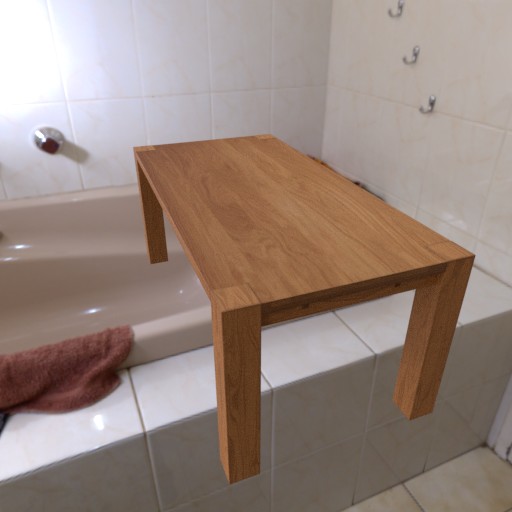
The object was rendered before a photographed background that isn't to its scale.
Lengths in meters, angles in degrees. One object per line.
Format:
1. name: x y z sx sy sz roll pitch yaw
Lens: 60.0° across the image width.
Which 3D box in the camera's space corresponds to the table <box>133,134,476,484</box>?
1. table: 0.000 0.000 2.276 0.900 0.760 1.800 -11 31 -18
